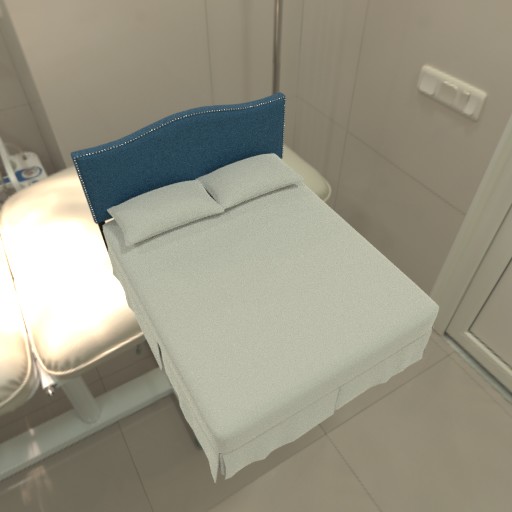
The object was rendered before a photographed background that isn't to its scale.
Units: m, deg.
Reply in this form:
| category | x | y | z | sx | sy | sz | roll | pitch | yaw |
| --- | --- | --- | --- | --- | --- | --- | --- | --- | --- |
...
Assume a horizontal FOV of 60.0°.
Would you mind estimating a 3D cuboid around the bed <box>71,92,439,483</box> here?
| category | x | y | z | sx | sy | sz | roll | pitch | yaw |
| --- | --- | --- | --- | --- | --- | --- | --- | --- | --- |
| bed | 0.000 | 0.000 | 2.847 | 1.610 | 1.169 | 1.872 | -24 | 51 | -21 |
